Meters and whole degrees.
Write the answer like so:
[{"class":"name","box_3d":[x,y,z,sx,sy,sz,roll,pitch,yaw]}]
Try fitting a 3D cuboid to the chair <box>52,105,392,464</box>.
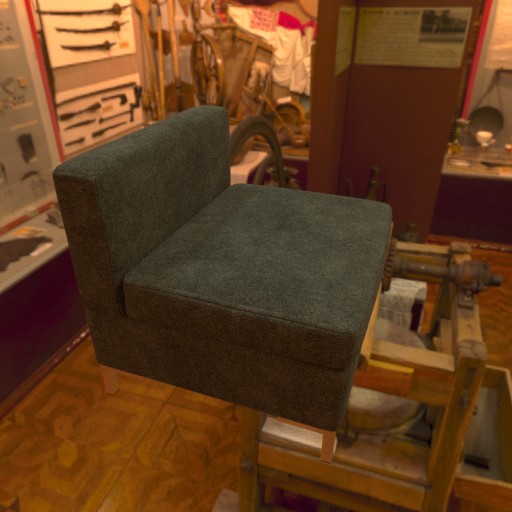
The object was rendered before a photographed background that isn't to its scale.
[{"class":"chair","box_3d":[0.000,0.000,1.223,0.680,0.660,0.680,10,31,17]}]
